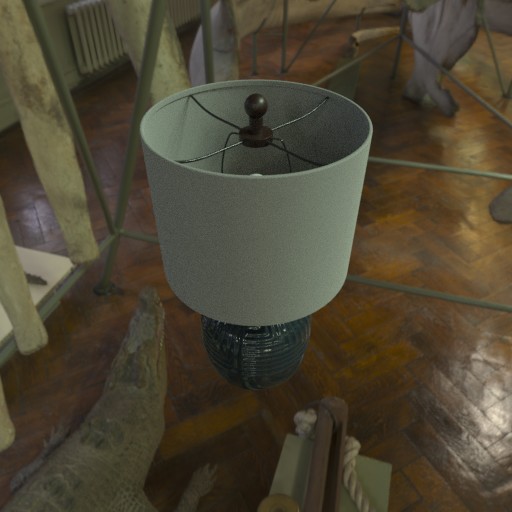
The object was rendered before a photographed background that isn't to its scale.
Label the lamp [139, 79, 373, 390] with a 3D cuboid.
[{"bbox_3d":[0.000,0.000,0.776,0.318,0.567,0.318,0,40,0],"label":"lamp"}]
